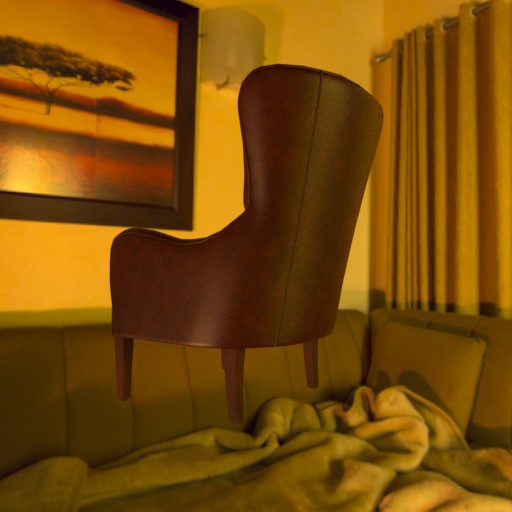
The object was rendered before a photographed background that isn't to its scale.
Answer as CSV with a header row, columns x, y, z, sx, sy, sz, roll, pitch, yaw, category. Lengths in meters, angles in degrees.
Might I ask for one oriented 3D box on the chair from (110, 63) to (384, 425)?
x,y,z,sx,sy,sz,roll,pitch,yaw,category
0.000,0.000,1.643,0.914,1.048,0.692,-1,-2,35,chair
